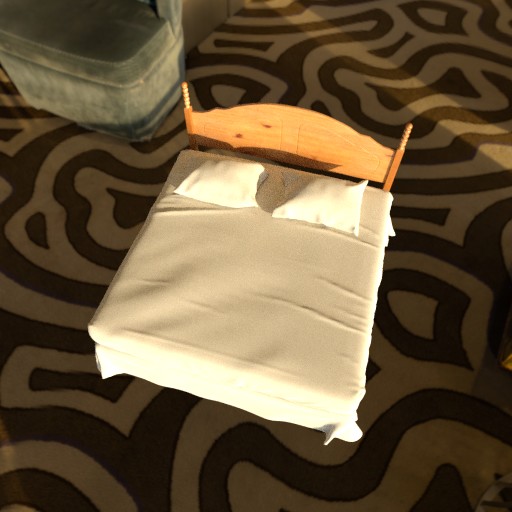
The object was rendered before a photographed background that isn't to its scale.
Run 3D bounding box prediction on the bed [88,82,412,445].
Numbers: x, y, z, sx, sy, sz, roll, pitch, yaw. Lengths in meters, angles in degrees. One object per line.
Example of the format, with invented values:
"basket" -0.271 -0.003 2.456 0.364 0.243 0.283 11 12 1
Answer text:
"bed" 0.000 0.000 3.558 2.322 1.355 2.219 14 58 9
